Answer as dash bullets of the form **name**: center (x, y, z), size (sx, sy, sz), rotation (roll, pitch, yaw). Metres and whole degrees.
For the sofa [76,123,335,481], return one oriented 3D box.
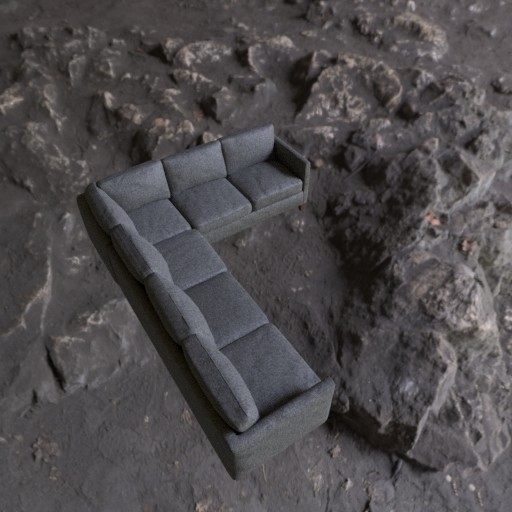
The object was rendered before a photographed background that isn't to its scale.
- **sofa**: center (0.000, 0.000, 4.522), size (2.593, 0.947, 3.302), rotation (-25, 51, -23)
